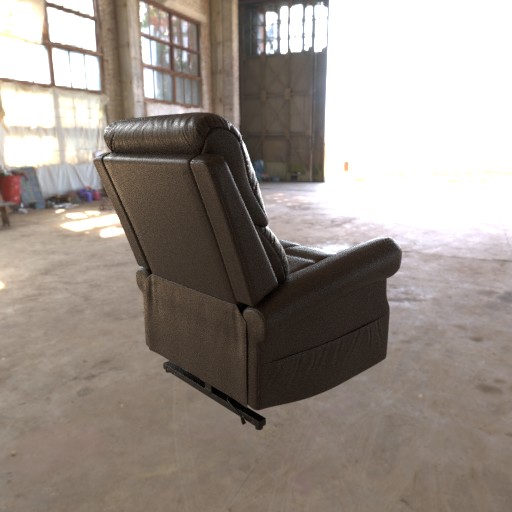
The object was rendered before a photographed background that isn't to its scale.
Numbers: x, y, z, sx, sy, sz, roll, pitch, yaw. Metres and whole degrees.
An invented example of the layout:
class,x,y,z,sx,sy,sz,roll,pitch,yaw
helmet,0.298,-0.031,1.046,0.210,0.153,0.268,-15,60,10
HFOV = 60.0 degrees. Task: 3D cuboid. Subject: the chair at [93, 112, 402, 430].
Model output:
class,x,y,z,sx,sy,sz,roll,pitch,yaw
chair,0.000,0.000,1.758,0.978,1.028,0.869,-13,19,-43
